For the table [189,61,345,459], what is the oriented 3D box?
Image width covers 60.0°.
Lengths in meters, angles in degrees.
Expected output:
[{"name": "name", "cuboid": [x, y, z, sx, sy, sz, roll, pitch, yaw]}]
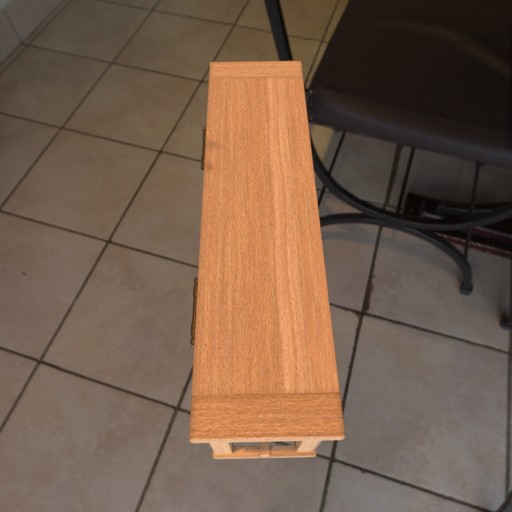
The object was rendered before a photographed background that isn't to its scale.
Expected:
[{"name": "table", "cuboid": [0.000, 0.000, 1.907, 0.442, 0.762, 1.599, -1, 59, -1]}]
